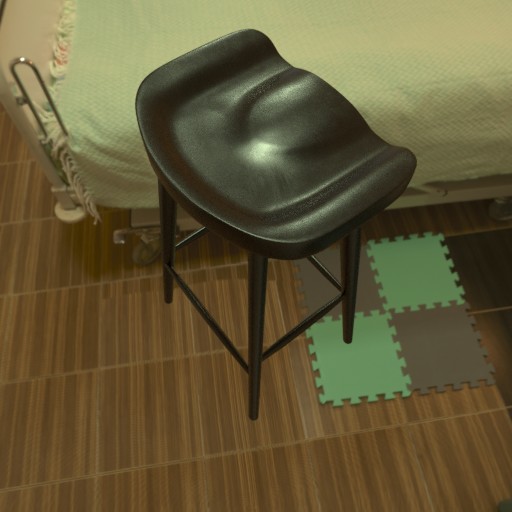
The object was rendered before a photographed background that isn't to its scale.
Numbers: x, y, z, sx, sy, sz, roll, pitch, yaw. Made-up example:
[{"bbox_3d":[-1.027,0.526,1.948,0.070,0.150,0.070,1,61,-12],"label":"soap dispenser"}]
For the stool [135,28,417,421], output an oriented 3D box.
[{"bbox_3d":[0.000,0.000,0.960,0.361,0.749,0.440,-34,66,-18],"label":"stool"}]
